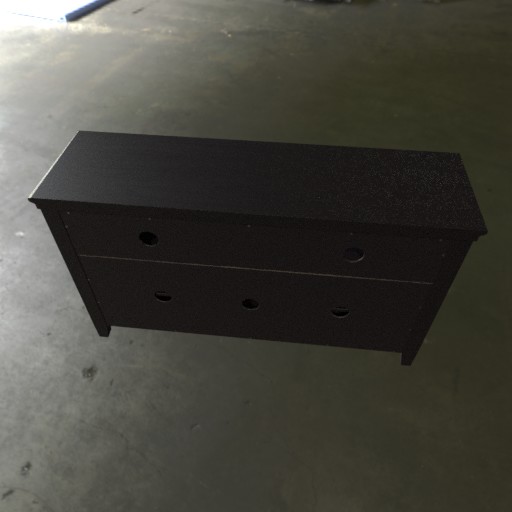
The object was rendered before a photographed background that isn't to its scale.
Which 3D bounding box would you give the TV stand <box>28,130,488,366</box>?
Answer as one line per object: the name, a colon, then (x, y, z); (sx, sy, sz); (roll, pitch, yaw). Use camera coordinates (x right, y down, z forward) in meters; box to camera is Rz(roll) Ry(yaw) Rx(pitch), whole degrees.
TV stand: (0.000, 0.000, 1.509); (1.198, 0.681, 0.347); (5, 47, 4)
